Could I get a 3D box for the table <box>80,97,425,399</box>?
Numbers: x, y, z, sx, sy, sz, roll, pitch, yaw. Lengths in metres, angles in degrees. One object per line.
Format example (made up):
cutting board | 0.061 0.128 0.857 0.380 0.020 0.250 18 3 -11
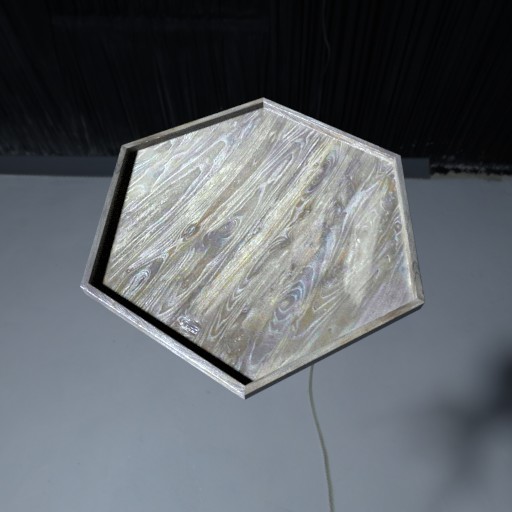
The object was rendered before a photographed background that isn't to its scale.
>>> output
table | 0.000 0.000 1.592 0.966 0.488 1.115 2 58 2
